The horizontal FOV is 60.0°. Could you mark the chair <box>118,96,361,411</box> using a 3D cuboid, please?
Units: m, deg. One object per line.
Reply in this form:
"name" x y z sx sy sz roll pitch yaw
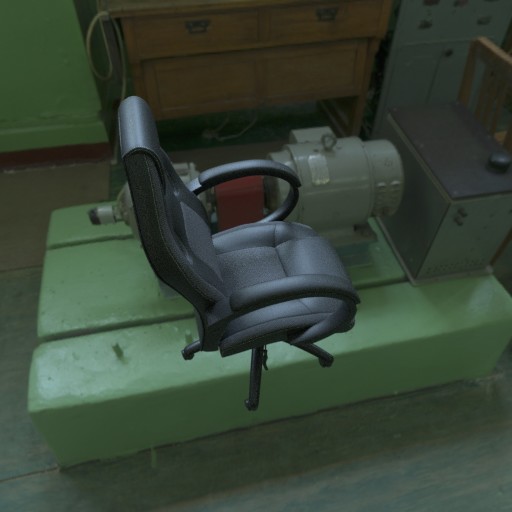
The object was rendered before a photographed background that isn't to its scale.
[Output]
"chair" 0.000 0.000 1.601 0.724 1.187 0.673 -10 48 -9
